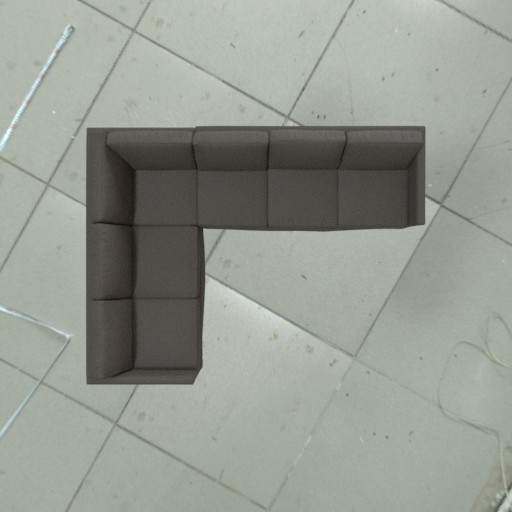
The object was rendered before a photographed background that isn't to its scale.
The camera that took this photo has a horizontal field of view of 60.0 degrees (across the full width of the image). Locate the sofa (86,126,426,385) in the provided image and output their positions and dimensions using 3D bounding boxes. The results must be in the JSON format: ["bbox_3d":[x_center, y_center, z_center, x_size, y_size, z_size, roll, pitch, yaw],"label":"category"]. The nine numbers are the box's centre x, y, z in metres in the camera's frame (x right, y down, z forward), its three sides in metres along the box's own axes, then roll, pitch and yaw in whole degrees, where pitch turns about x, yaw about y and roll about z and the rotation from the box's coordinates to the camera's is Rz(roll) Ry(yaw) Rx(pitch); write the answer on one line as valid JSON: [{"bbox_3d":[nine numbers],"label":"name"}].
[{"bbox_3d":[0.000,0.000,4.380,3.182,0.871,2.432,0,90,0],"label":"sofa"}]
